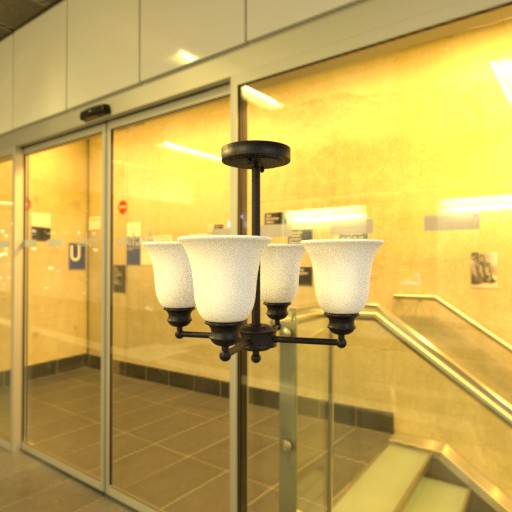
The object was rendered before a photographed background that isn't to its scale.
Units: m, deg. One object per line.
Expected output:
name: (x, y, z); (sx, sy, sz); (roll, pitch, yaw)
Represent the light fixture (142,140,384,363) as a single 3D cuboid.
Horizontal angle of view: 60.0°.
light fixture: (0.000, 0.000, 1.921); (1.069, 0.925, 1.069); (0, -1, 17)
